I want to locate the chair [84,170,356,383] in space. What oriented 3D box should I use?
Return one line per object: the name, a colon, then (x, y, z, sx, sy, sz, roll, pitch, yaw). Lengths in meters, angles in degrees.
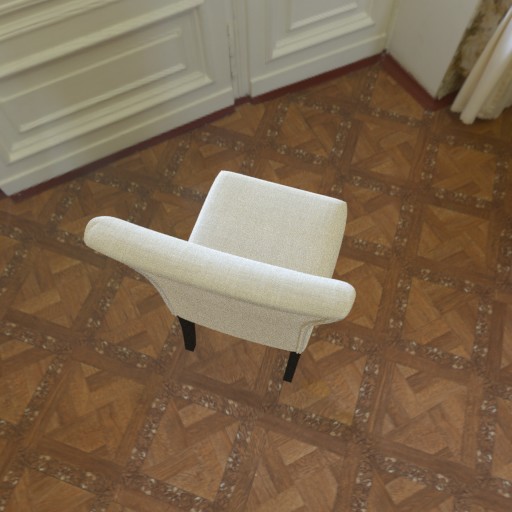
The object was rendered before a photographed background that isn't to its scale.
chair: (0.000, 0.000, 1.294, 0.509, 0.921, 0.597, 16, 65, 8)
